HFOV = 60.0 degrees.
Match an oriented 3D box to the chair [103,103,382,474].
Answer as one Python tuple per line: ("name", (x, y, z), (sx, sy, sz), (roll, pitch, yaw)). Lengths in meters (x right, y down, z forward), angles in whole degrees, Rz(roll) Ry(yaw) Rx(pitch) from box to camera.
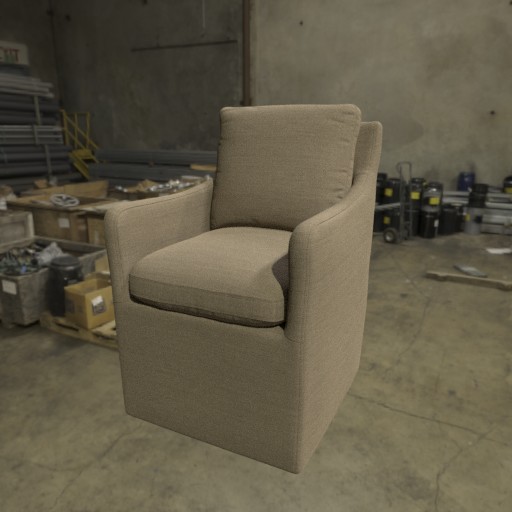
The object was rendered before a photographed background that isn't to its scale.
("chair", (0.000, 0.000, 1.381), (0.626, 0.914, 0.694), (8, 17, 25))
